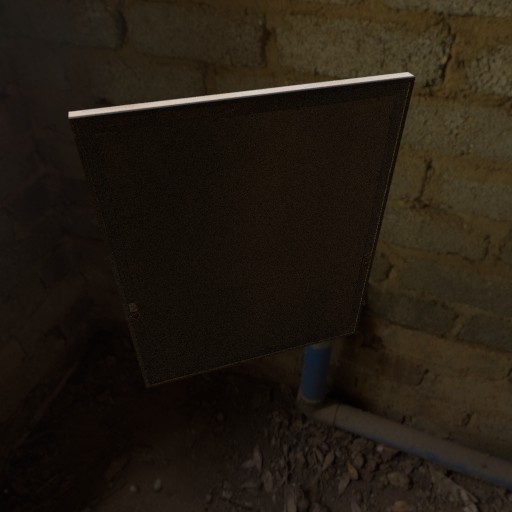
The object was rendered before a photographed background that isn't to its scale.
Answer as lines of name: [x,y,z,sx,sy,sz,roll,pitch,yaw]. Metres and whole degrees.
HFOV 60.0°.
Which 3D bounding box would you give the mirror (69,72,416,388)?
mirror: [0.000,0.000,1.196,0.730,0.882,0.032,-12,42,-13]
